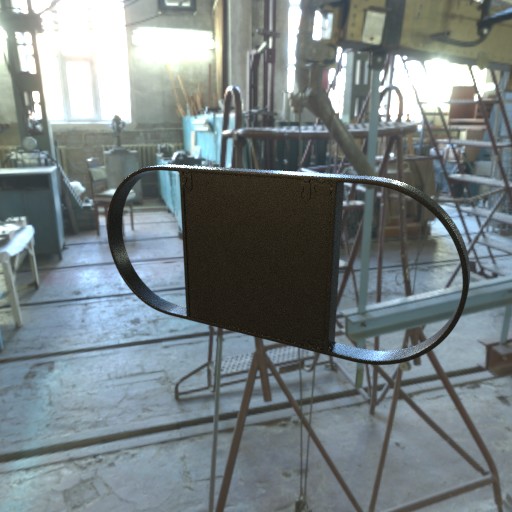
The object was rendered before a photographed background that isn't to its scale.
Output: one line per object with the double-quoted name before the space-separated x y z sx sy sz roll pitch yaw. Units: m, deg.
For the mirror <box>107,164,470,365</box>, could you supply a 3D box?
"mirror" 0.000 0.000 0.669 0.584 0.254 0.032 9 19 27
